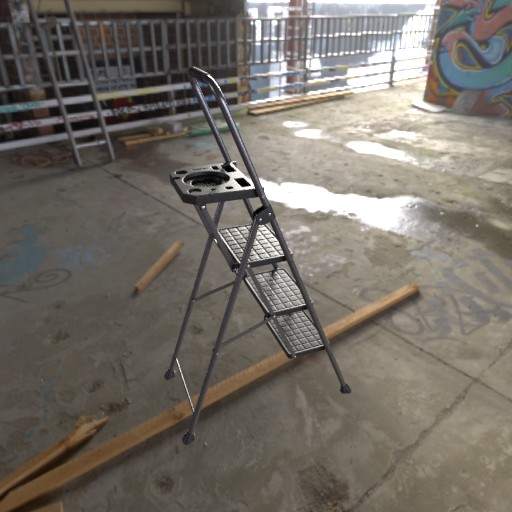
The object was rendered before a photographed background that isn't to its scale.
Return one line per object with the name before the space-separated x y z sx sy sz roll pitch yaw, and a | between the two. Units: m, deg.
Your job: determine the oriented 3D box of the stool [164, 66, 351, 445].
stool | 0.000 0.000 1.616 0.733 1.277 0.396 -11 31 -18
